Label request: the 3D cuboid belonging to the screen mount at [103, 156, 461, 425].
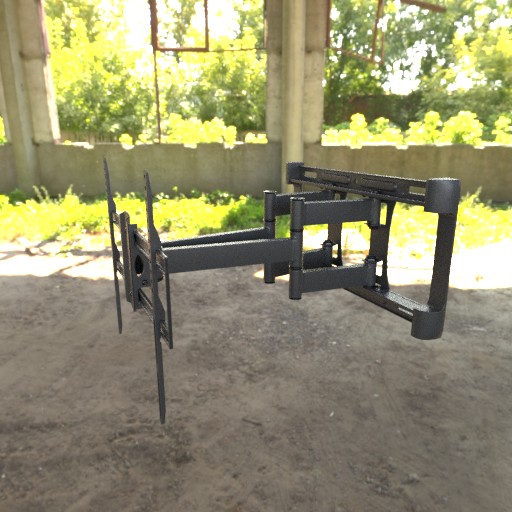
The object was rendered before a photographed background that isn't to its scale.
[{"bbox_3d":[0.000,0.000,0.975,0.556,0.424,0.571,-8,17,-26],"label":"screen mount"}]
